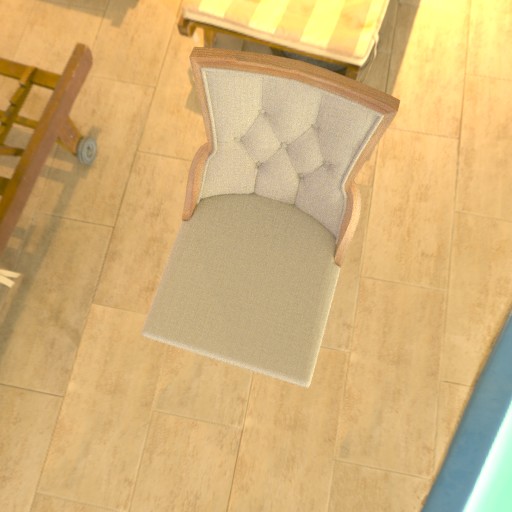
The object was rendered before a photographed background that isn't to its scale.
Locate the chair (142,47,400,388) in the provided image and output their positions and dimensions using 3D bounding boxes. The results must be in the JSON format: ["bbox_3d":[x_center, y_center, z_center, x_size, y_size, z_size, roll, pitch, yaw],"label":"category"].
[{"bbox_3d":[0.000,0.000,1.321,0.524,0.947,0.641,16,76,4],"label":"chair"}]
